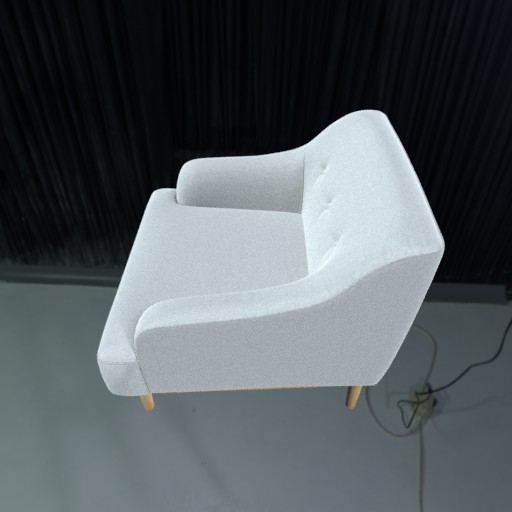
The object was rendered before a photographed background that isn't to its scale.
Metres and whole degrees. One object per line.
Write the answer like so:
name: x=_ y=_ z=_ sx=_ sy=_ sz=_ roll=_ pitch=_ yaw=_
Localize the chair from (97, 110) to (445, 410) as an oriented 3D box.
chair: x=0.000 y=0.000 z=1.626 sx=0.951 sy=0.818 sz=0.946 roll=1 pitch=42 yaw=1
